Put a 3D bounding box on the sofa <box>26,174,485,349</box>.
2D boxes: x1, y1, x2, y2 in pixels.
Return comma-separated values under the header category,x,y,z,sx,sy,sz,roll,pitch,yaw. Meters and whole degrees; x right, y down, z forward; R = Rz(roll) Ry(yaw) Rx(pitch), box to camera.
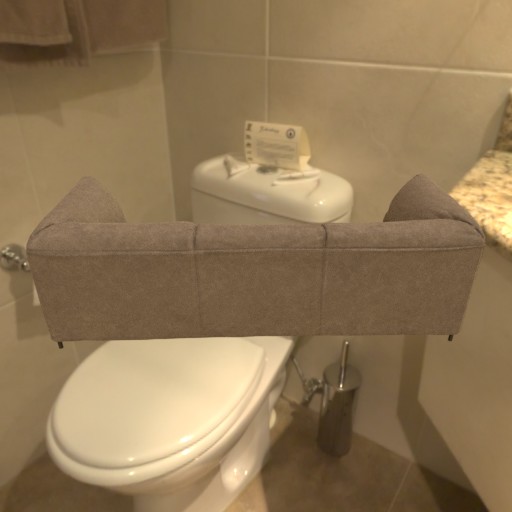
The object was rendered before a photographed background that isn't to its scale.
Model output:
category,x,y,z,sx,sy,sz,roll,pitch,yaw
sofa,0.000,0.000,2.614,2.238,0.758,0.899,-1,29,-1
